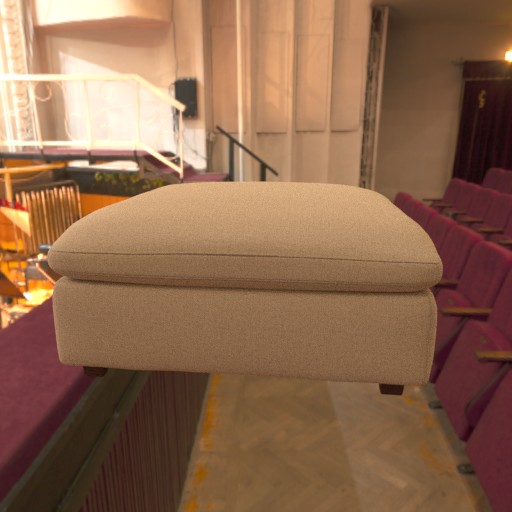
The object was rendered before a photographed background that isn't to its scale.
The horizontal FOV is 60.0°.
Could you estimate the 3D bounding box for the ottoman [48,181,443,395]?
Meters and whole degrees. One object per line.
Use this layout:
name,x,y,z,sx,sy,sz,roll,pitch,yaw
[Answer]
ottoman,0.000,0.000,1.519,0.996,0.467,0.977,2,16,6
